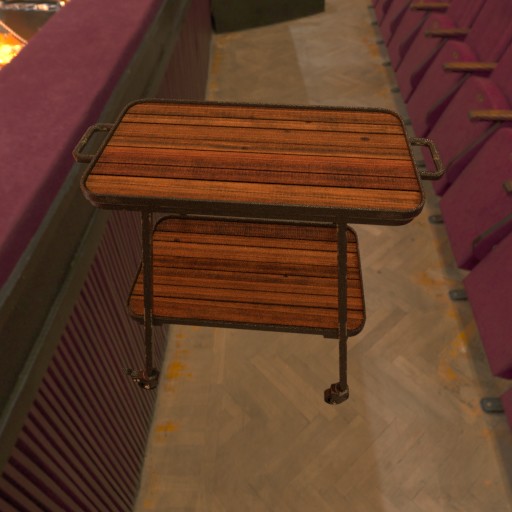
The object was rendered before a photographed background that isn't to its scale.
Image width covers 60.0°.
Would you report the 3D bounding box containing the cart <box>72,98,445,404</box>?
[{"bbox_3d":[0.000,0.000,1.236,0.806,0.700,0.515,4,46,3],"label":"cart"}]
